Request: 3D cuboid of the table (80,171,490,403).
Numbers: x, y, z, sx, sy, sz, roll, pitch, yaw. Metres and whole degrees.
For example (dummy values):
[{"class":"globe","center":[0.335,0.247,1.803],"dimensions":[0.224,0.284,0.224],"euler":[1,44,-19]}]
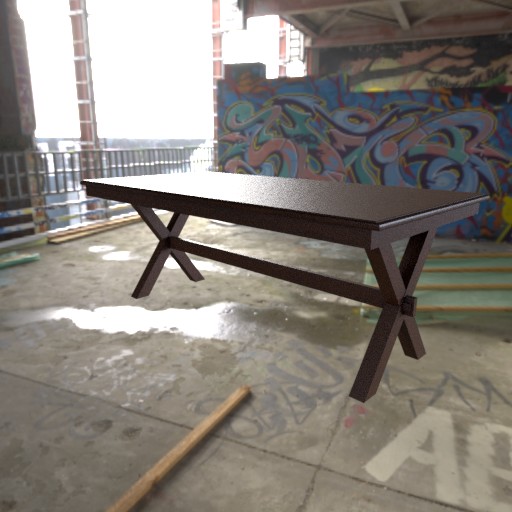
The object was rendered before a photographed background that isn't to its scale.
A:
[{"class":"table","center":[0.000,0.000,1.461],"dimensions":[1.197,0.459,0.594],"euler":[14,20,42]}]
